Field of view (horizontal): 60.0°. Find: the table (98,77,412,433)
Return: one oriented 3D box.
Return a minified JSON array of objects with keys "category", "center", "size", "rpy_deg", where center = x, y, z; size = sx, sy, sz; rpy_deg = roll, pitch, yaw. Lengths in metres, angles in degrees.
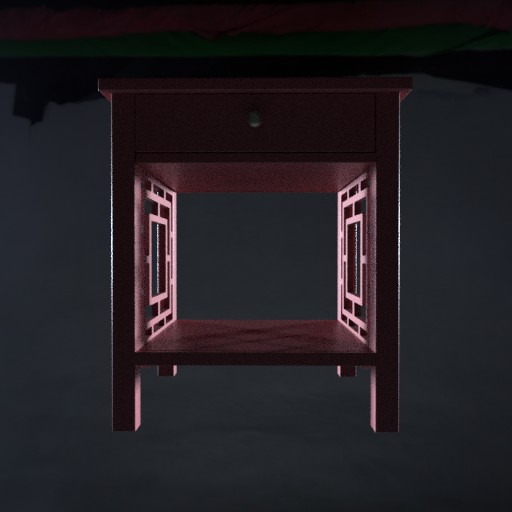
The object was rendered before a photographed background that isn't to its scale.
[{"category":"table","center":[0.000,0.000,1.064],"size":[0.599,0.686,0.451],"rpy_deg":[0,1,1]}]
